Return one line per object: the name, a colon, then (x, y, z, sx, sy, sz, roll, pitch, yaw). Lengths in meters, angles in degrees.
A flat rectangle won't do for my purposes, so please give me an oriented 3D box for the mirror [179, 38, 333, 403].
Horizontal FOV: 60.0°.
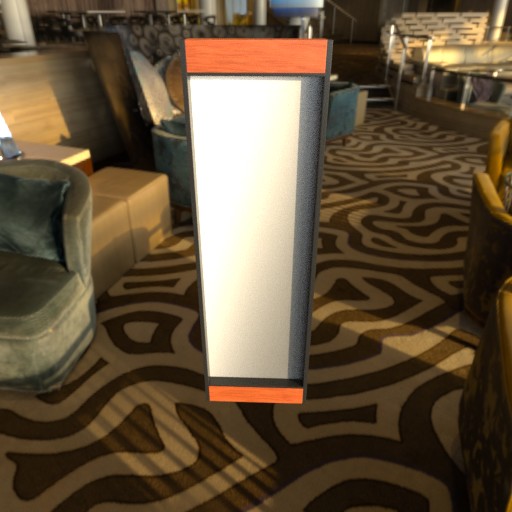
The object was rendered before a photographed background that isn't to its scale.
mirror: (0.000, 0.000, 1.275, 0.343, 1.123, 0.047, 1, 29, 2)
